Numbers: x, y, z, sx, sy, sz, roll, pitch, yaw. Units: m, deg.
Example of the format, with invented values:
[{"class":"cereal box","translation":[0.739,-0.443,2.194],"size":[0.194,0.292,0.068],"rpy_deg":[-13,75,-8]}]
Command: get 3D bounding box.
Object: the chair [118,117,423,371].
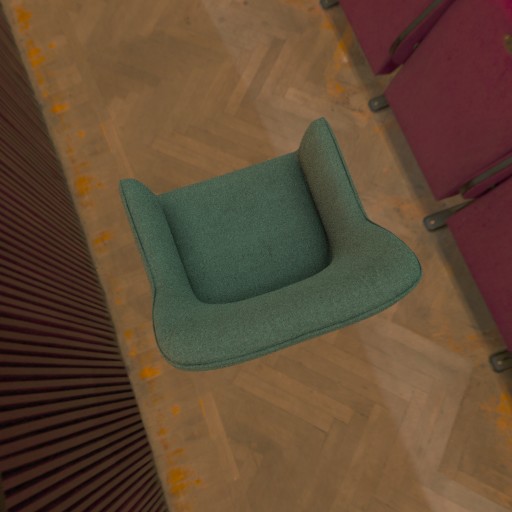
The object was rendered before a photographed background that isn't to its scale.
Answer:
[{"class":"chair","translation":[0.000,0.000,1.169],"size":[0.543,0.803,0.519],"rpy_deg":[-18,76,-5]}]
